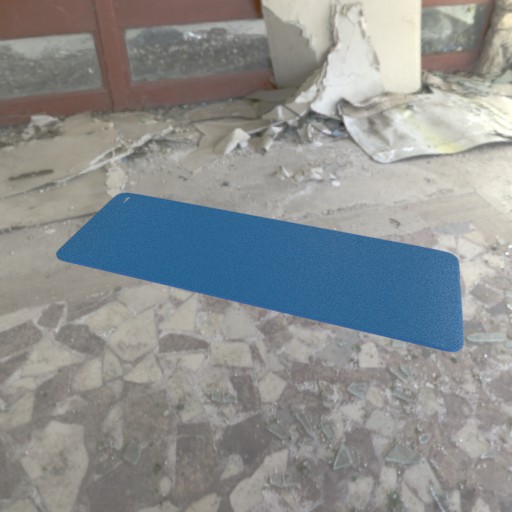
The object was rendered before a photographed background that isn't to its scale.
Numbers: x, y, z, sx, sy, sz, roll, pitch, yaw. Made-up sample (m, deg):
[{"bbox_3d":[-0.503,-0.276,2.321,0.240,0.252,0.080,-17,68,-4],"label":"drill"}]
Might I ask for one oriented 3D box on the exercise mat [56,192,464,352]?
[{"bbox_3d":[0.000,0.000,2.134,1.869,0.021,0.616,12,42,13],"label":"exercise mat"}]
